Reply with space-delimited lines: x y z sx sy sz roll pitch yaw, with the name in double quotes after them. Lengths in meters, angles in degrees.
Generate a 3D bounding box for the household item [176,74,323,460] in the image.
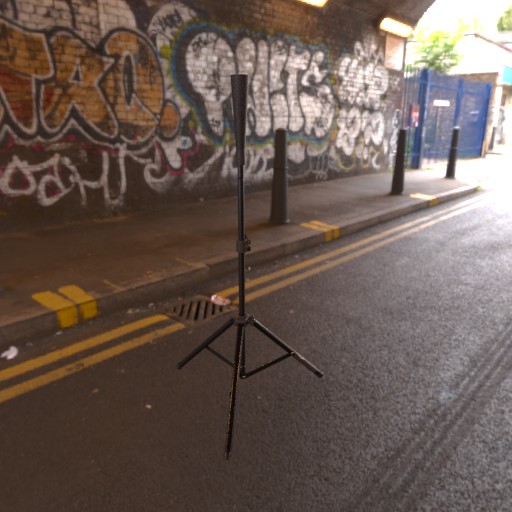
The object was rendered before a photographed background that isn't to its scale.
0.000 0.000 1.396 0.559 1.067 0.559 -2 17 -8 "household item"
